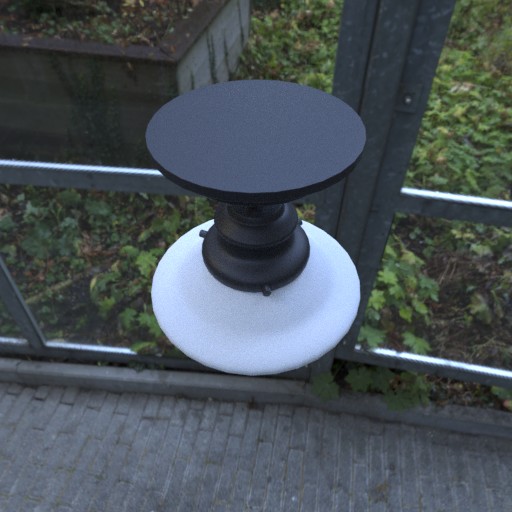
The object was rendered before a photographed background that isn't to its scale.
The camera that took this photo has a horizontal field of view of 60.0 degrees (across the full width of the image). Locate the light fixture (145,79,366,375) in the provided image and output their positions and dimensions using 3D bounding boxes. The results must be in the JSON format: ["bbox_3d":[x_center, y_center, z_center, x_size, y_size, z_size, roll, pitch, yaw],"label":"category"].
[{"bbox_3d":[0.000,0.000,0.396,0.197,0.254,0.197,0,45,0],"label":"light fixture"}]
